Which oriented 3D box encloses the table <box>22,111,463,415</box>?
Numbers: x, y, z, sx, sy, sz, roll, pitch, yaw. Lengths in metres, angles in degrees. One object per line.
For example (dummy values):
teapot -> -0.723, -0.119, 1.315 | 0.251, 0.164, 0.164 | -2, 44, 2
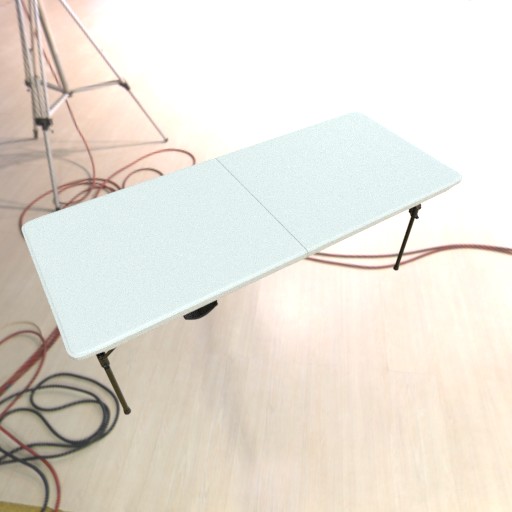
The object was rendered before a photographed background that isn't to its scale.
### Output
table -> 0.000, 0.000, 2.194 | 1.829, 0.719, 0.761 | -24, 51, -22
